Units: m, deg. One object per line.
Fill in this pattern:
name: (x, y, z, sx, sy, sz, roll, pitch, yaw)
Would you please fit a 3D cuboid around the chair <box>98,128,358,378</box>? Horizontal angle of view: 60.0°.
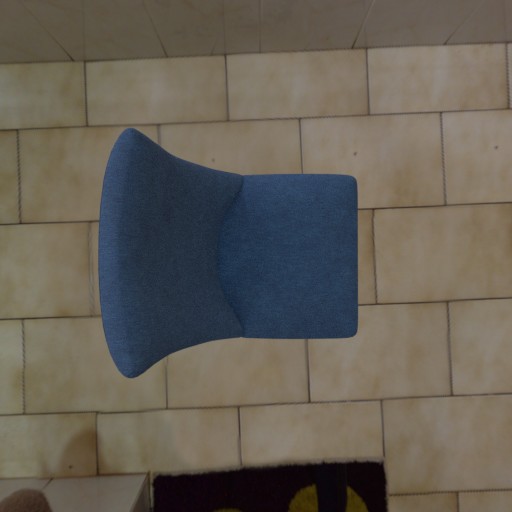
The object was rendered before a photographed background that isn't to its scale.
chair: (0.000, 0.000, 1.275, 0.609, 0.902, 0.495, 0, 89, 0)
